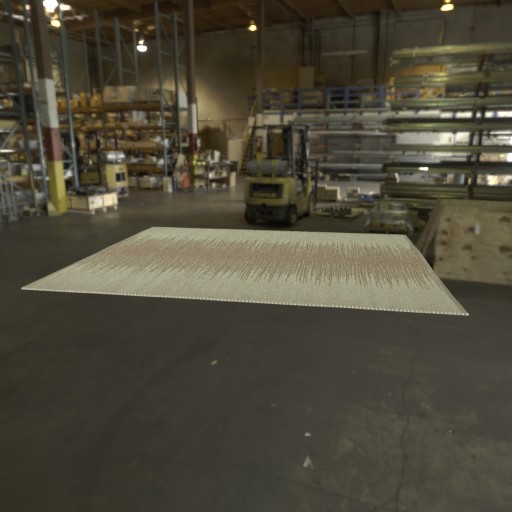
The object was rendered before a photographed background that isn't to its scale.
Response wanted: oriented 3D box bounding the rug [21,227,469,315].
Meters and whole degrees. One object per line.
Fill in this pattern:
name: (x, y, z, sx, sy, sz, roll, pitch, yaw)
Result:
rug: (0.000, 0.000, 4.107, 3.048, 0.013, 2.438, 2, 14, 9)
